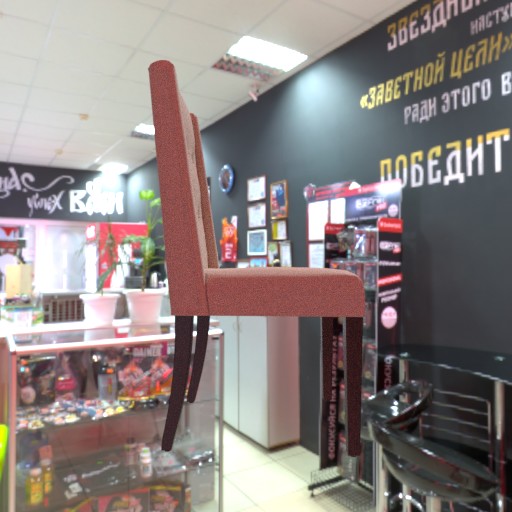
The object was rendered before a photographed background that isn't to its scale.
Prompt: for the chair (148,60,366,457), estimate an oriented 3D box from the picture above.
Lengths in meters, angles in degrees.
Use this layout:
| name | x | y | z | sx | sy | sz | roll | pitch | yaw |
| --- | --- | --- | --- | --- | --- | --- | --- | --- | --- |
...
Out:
| name | x | y | z | sx | sy | sz | roll | pitch | yaw |
| --- | --- | --- | --- | --- | --- | --- | --- | --- | --- |
| chair | 0.000 | 0.000 | 1.279 | 0.523 | 0.961 | 0.474 | 0 | -1 | 1 |
